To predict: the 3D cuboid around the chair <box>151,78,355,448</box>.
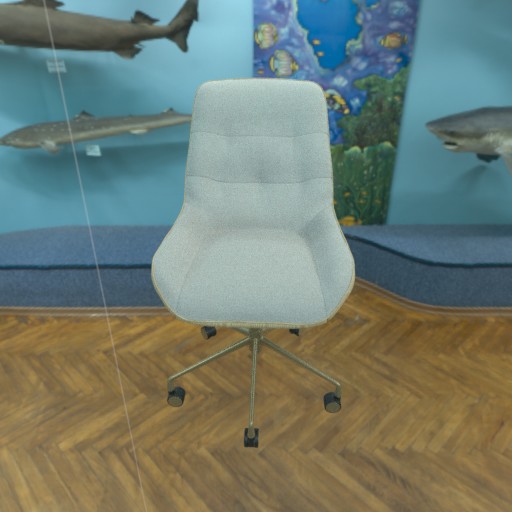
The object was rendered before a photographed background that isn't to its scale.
[{"bbox_3d":[0.000,0.000,1.367,0.564,0.952,0.668,1,29,2],"label":"chair"}]
